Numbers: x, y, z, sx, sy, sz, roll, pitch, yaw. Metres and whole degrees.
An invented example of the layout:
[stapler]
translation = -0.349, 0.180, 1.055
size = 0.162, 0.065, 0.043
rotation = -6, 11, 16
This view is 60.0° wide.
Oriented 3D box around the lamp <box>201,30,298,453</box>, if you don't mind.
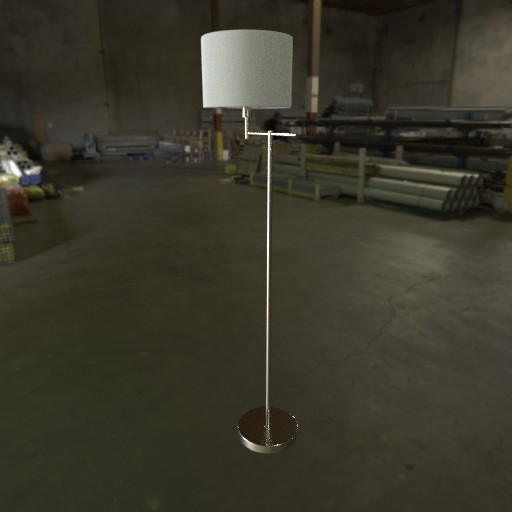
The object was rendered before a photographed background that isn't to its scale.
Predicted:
[lamp]
translation = 0.000, 0.000, 1.781
size = 0.324, 1.600, 0.416
rotation = -16, 23, -42
